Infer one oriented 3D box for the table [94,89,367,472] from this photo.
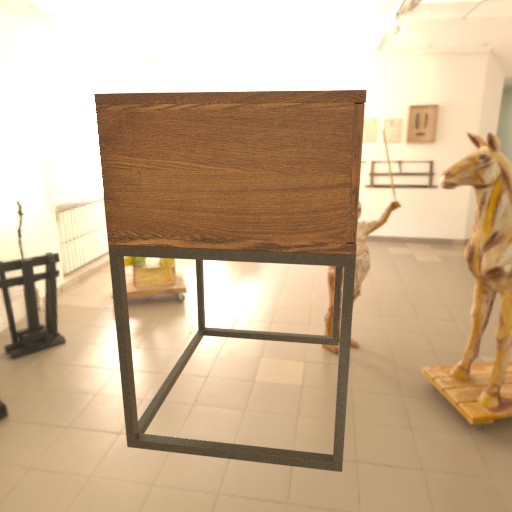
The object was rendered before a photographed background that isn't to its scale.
[{"bbox_3d":[0.000,0.000,0.924,0.400,0.610,0.482,3,16,9],"label":"table"}]
